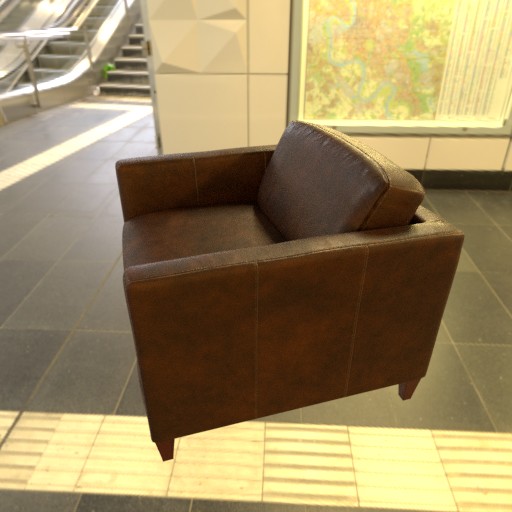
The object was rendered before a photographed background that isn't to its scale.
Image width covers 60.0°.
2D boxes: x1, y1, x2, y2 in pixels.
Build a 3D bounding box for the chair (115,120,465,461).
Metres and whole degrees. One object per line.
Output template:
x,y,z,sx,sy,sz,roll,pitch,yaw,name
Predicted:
0.000,0.000,1.690,0.975,0.864,0.990,-8,31,-14,chair
